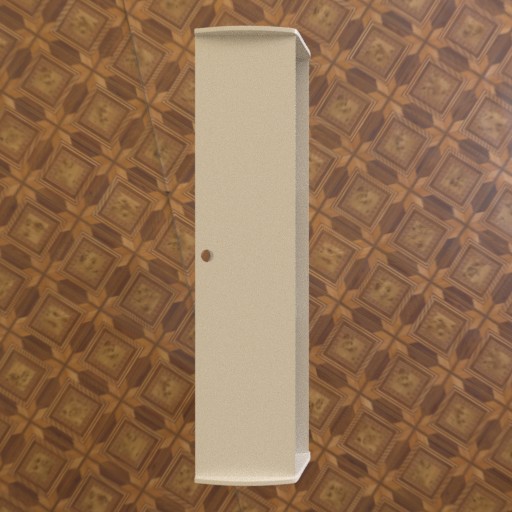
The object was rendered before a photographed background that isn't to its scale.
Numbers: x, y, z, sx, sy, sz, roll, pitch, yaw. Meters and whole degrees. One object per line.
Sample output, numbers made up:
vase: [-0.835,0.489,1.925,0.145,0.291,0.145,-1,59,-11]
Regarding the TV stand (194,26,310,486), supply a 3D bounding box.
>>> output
TV stand: [0.000,0.000,1.629,0.397,0.424,1.473,0,90,1]
